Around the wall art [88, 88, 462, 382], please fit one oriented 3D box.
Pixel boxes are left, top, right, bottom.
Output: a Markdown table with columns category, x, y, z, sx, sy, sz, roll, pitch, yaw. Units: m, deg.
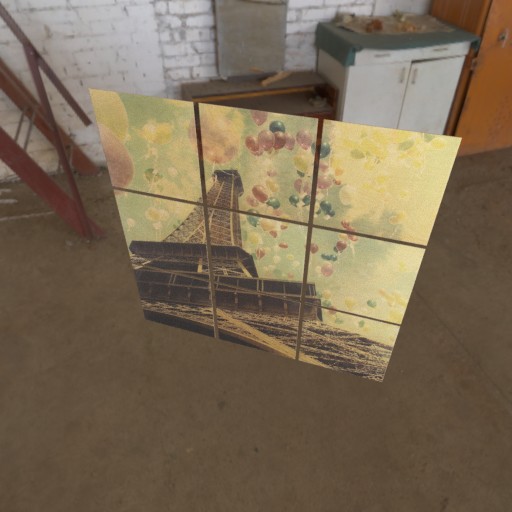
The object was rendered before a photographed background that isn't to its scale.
| category | x | y | z | sx | sy | sz | roll | pitch | yaw |
| --- | --- | --- | --- | --- | --- | --- | --- | --- | --- |
| wall art | 0.000 | 0.000 | 2.224 | 1.517 | 1.505 | 0.002 | 12 | 42 | 14 |
